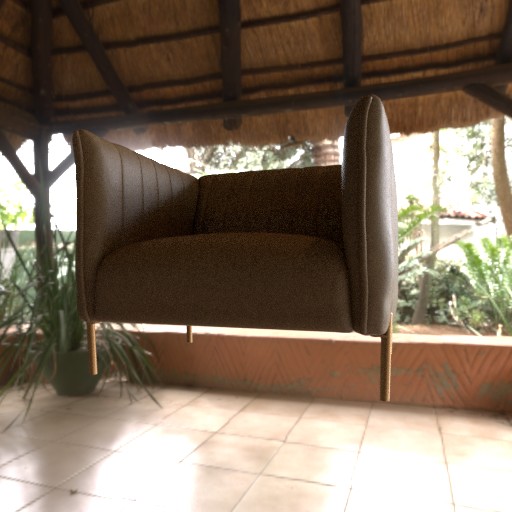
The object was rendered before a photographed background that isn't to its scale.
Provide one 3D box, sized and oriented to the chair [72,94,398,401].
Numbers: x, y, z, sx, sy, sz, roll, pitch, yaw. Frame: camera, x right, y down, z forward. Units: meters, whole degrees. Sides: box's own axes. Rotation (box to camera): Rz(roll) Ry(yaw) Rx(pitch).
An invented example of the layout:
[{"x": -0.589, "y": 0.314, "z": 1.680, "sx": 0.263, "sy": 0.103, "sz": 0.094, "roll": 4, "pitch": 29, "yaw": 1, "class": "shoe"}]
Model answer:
[{"x": 0.000, "y": 0.000, "z": 1.602, "sx": 0.981, "sy": 0.779, "sz": 0.876, "roll": -1, "pitch": -2, "yaw": 18, "class": "chair"}]
